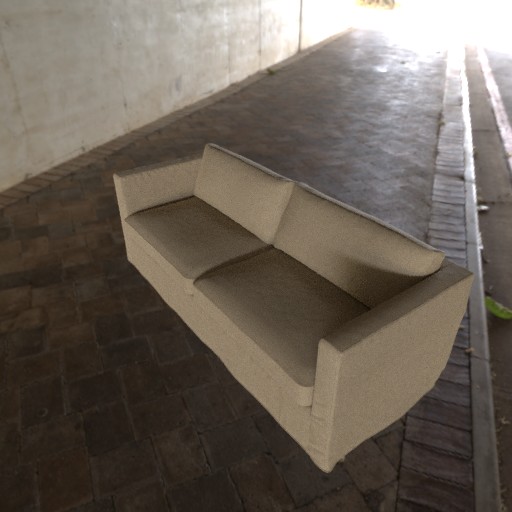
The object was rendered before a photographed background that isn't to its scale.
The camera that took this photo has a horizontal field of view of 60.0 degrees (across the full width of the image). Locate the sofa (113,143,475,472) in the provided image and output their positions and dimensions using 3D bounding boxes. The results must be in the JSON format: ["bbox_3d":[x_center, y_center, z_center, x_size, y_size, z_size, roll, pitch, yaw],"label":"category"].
[{"bbox_3d":[0.000,0.000,2.782,0.956,0.847,2.296,-21,38,-30],"label":"sofa"}]
